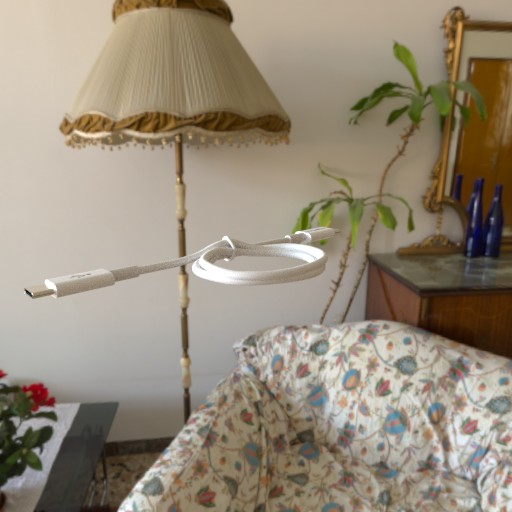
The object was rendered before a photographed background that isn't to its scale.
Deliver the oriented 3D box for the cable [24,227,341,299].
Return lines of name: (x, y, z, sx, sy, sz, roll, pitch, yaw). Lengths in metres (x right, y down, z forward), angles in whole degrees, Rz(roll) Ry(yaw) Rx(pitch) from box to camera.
cable: (0.000, 0.000, 0.228, 0.203, 0.014, 0.070, -13, 19, -42)
